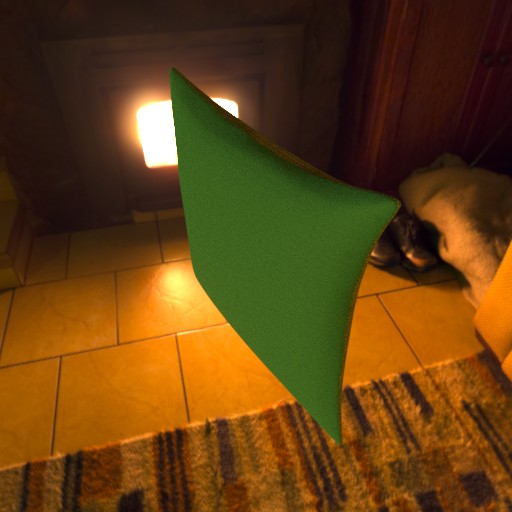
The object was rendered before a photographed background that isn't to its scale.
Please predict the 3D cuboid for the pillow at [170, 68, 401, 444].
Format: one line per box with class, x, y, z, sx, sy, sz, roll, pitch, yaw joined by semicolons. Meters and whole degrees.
pillow;0.000;0.000;0.759;0.150;0.497;0.514;-24;46;-25
